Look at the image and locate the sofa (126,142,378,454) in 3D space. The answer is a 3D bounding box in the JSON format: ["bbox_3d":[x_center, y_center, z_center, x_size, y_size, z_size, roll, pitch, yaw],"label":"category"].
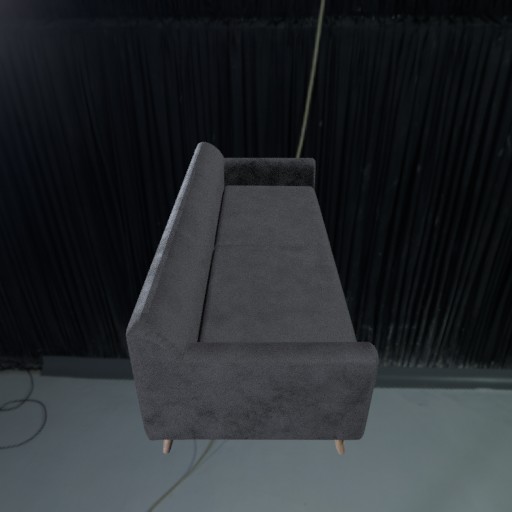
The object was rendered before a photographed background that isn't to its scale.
[{"bbox_3d":[0.000,0.000,2.617,0.900,0.740,2.190,0,31,0],"label":"sofa"}]
